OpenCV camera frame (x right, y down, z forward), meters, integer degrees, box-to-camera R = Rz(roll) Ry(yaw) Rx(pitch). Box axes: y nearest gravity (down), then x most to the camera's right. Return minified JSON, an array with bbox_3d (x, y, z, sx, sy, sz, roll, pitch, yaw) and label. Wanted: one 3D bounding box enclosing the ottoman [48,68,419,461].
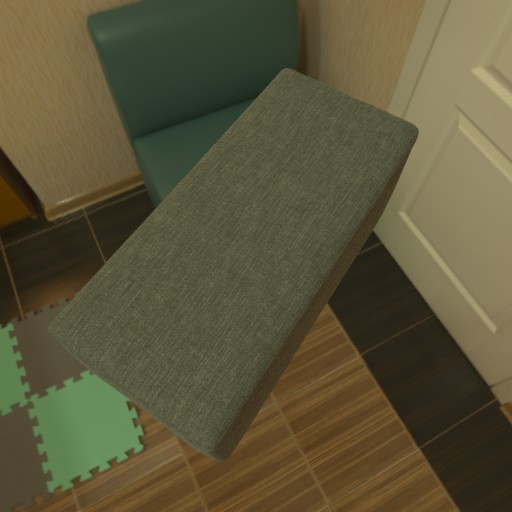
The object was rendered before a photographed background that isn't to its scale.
[{"bbox_3d":[0.000,0.000,1.137,0.419,0.432,0.902,30,67,15],"label":"ottoman"}]
